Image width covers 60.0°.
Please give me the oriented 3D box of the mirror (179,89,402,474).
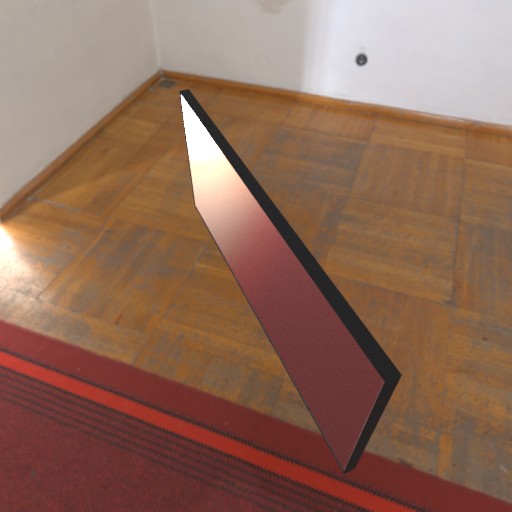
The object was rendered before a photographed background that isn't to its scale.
[{"bbox_3d":[0.000,0.000,1.802,0.047,0.692,1.584,-19,50,-16],"label":"mirror"}]
